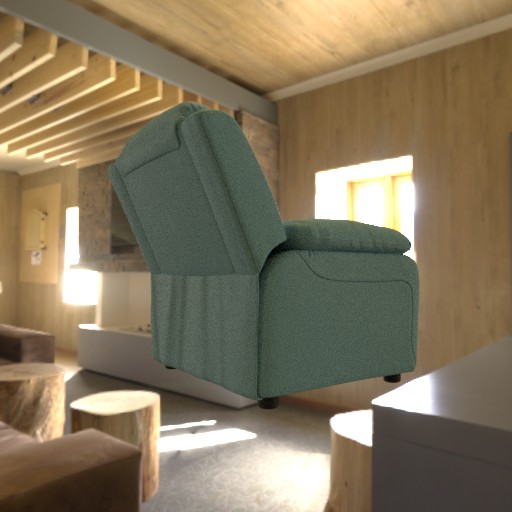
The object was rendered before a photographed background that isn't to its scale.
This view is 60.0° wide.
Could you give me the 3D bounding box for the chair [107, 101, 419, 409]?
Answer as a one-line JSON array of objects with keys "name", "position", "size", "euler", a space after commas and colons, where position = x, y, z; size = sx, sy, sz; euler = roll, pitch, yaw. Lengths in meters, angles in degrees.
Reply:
[{"name": "chair", "position": [0.000, 0.000, 1.297], "size": [0.709, 0.702, 0.680], "euler": [2, -3, -35]}]
